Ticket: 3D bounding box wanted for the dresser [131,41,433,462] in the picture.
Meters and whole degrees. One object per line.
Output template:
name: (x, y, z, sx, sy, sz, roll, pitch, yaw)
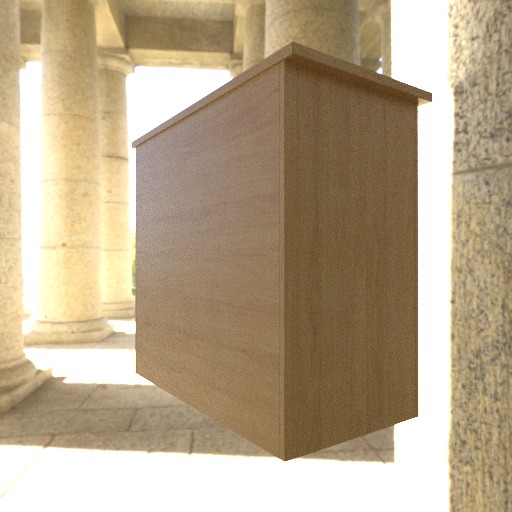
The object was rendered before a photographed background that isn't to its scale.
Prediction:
dresser: (0.000, 0.000, 1.201, 0.410, 0.730, 0.800, 0, -1, -35)
